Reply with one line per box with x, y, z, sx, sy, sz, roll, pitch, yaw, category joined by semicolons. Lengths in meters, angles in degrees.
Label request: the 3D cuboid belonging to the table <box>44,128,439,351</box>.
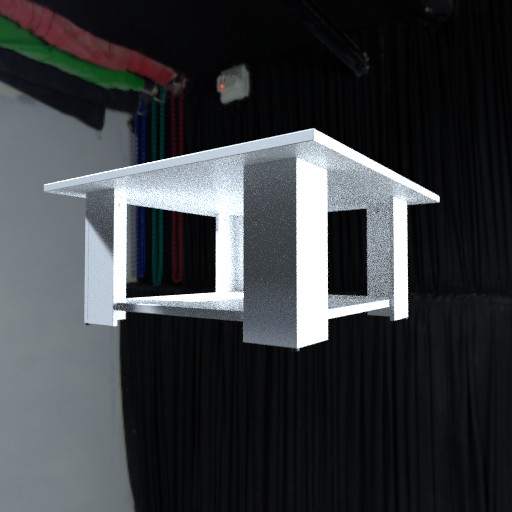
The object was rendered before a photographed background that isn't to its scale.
0.000;0.000;1.049;0.670;0.305;0.670;-1;-2;36;table
